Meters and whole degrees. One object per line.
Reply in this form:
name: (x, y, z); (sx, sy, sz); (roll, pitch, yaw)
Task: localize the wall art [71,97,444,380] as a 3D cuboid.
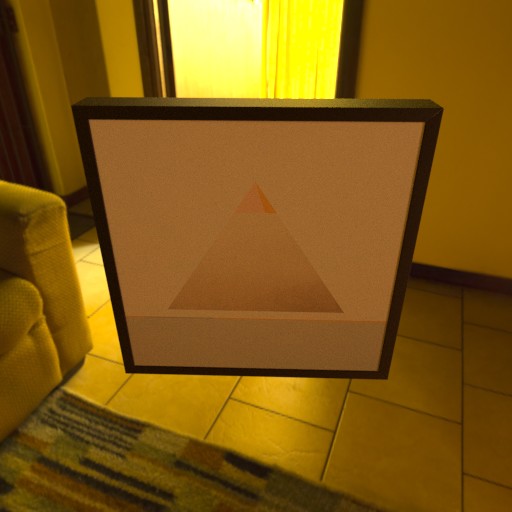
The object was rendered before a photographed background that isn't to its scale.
wall art: (0.000, 0.000, 0.453); (0.304, 0.303, 0.037); (1, 30, 2)
